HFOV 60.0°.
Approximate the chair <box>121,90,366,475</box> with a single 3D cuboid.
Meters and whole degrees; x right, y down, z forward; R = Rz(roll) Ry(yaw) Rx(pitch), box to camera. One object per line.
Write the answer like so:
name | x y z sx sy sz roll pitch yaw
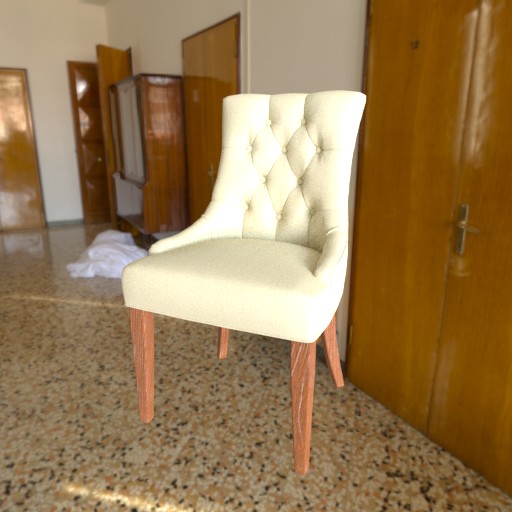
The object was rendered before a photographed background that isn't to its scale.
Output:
chair | 0.000 0.000 1.211 0.509 0.874 0.565 7 17 24
